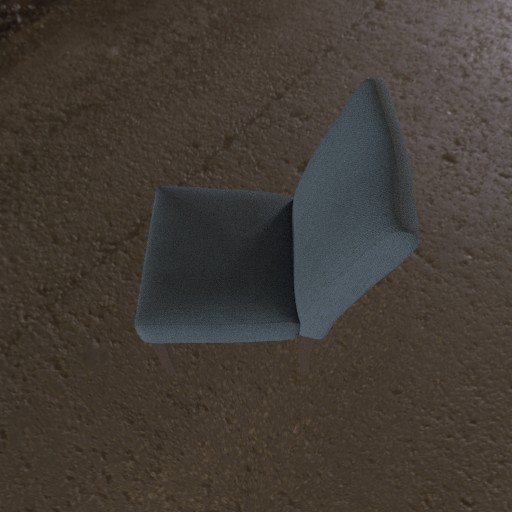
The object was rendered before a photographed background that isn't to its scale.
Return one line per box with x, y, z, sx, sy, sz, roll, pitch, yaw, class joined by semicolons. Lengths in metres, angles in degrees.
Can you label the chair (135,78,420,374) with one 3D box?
0.000;0.000;1.269;0.629;0.882;0.487;1;59;0;chair
